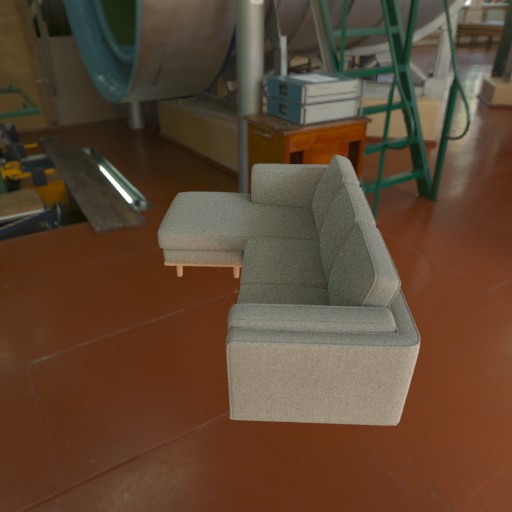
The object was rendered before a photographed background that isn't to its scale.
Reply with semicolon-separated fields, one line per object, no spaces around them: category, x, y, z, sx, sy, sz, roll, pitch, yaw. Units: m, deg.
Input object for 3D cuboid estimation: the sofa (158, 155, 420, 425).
sofa;0.000;0.000;3.135;1.604;0.929;2.411;1;30;2
